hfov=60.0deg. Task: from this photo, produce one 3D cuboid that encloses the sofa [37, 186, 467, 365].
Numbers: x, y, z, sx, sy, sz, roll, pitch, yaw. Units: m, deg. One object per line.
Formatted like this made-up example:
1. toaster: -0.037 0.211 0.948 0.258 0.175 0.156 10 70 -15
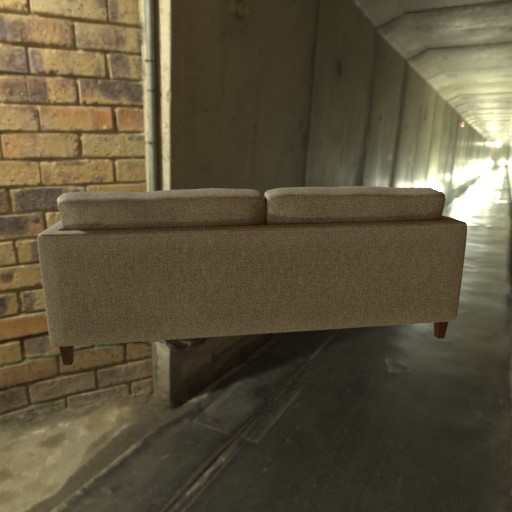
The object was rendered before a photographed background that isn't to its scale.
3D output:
1. sofa: 0.000 0.000 2.942 2.434 0.951 0.948 -2 14 -9
